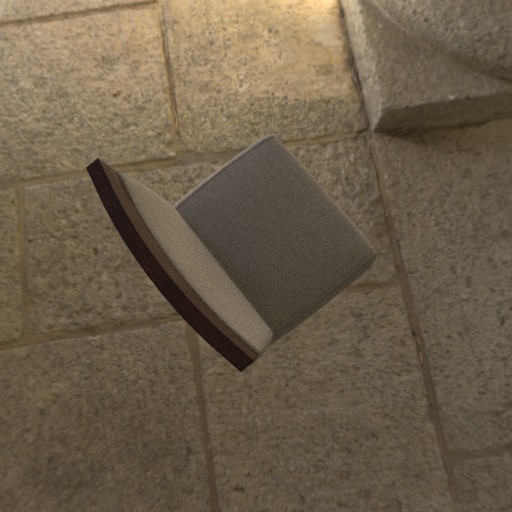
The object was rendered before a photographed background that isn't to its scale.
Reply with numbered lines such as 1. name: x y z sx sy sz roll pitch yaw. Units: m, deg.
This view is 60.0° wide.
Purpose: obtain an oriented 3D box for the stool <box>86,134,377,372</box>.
1. stool: 0.000 0.000 1.414 0.531 1.117 0.511 -38 80 -8
